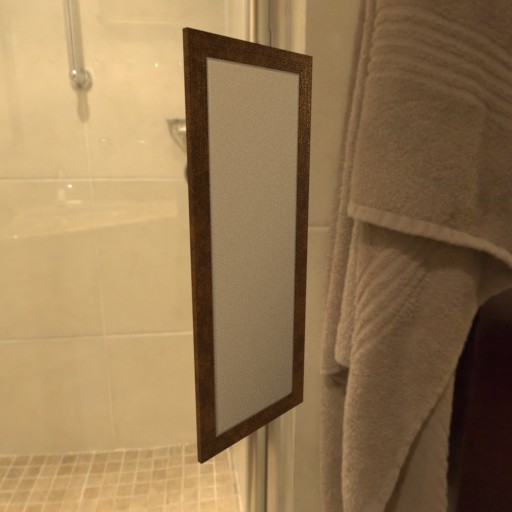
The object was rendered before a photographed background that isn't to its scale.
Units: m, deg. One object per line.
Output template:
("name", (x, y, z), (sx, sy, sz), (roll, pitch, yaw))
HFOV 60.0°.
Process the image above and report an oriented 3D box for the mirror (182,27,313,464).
("mirror", (0.000, 0.000, 2.304), (0.812, 2.031, 0.032), (-13, 19, -43))
